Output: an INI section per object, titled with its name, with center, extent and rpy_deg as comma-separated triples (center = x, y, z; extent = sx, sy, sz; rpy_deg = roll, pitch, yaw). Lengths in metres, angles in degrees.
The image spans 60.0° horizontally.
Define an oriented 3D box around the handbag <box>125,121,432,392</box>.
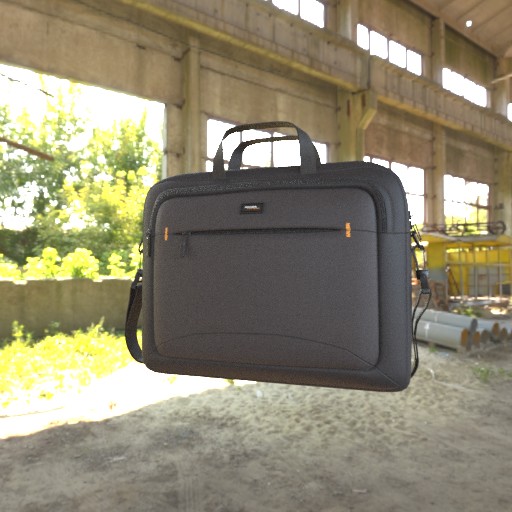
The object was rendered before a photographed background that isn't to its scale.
[handbag]
center = 0.000, 0.000, 0.581
extent = 0.429, 0.330, 0.126
rpy_deg = 0, -1, 18
